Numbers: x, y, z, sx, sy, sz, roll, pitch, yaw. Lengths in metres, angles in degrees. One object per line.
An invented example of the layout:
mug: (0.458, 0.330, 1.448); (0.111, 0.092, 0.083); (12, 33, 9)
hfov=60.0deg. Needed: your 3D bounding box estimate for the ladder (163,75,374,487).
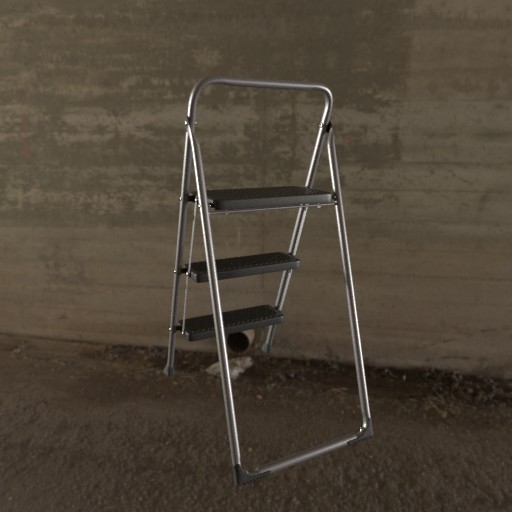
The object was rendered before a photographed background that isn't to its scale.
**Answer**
ladder: (0.000, 0.000, 1.286); (0.430, 0.945, 0.629); (-7, 16, -26)
